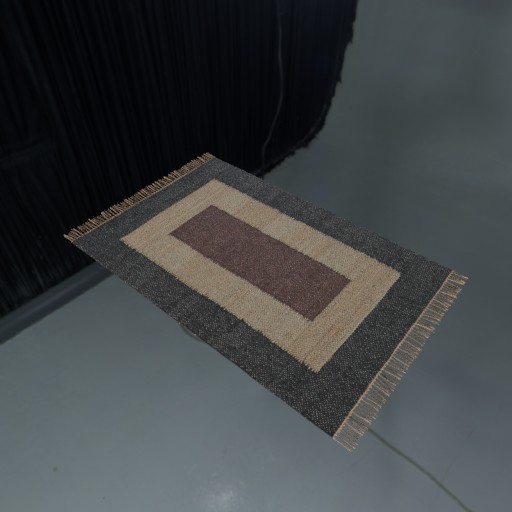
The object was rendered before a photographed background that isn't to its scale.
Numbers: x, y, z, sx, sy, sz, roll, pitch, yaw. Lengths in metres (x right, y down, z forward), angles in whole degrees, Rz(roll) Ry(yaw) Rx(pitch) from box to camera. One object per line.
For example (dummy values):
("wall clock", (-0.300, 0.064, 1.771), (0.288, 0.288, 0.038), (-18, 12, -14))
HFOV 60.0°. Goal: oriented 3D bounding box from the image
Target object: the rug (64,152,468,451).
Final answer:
("rug", (0.000, 0.000, 2.539), (2.021, 0.027, 1.224), (30, 52, 27))
